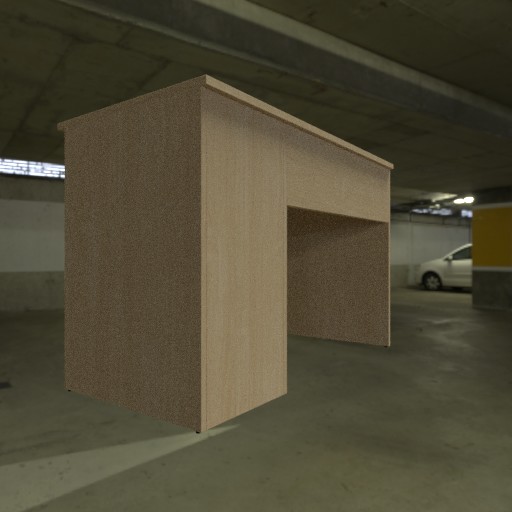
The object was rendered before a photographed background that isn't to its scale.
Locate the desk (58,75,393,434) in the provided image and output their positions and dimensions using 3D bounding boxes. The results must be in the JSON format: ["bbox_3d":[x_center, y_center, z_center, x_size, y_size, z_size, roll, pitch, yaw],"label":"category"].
[{"bbox_3d":[0.000,0.000,1.505,0.560,0.735,1.097,0,0,37],"label":"desk"}]
